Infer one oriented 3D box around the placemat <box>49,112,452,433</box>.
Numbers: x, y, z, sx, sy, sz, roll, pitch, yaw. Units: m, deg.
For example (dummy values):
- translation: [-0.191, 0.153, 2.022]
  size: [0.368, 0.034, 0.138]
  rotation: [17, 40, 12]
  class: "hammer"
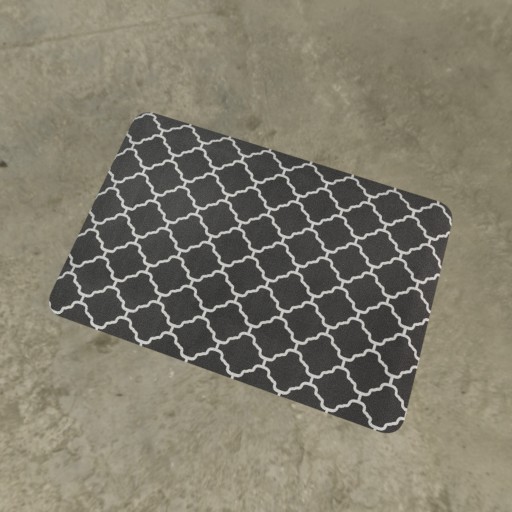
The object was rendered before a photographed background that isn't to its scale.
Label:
- translation: [0.000, 0.000, 0.945]
  size: [0.762, 0.021, 0.508]
  rotation: [18, 75, 5]
  class: "placemat"
